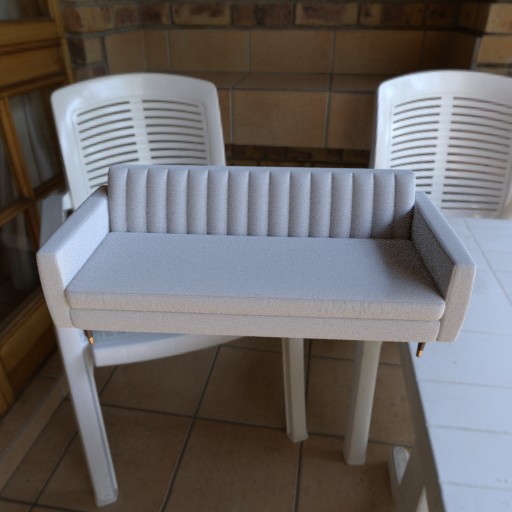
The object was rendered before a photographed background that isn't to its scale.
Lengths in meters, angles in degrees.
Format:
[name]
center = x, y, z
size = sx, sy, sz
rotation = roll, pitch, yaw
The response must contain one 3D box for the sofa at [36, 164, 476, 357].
[sofa]
center = 0.000, 0.000, 2.726
size = 2.291, 0.821, 0.990
rotation = 2, 30, 3
